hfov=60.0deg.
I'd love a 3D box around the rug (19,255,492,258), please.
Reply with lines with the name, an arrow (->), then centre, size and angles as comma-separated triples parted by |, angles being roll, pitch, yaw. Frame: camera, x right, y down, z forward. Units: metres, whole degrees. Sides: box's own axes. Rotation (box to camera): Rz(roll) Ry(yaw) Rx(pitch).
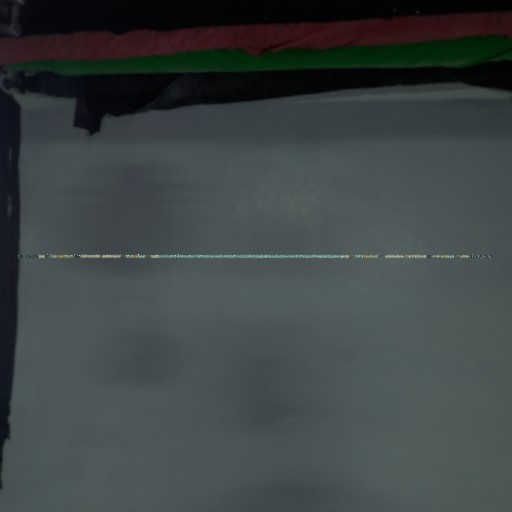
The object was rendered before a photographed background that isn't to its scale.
rug -> 0.000, 0.000, 2.300 | 1.811, 0.010, 1.212 | 0, 0, 1
